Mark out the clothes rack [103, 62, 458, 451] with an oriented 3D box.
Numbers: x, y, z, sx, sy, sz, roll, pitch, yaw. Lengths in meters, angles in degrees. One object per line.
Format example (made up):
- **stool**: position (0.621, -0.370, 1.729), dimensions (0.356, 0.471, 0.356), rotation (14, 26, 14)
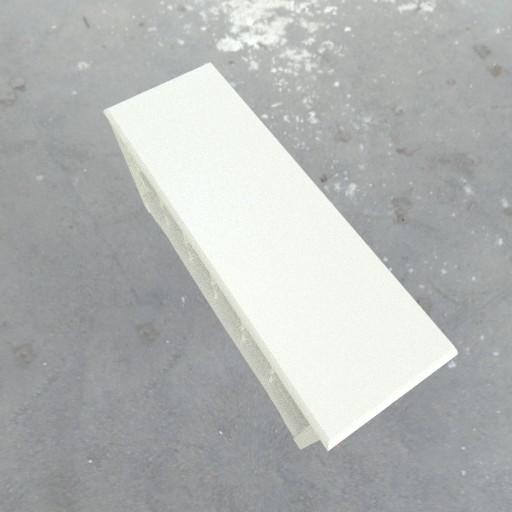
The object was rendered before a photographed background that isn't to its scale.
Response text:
- **clothes rack**: position (0.000, 0.000, 1.514), dimensions (0.405, 0.558, 1.218), rotation (-30, 68, -14)
